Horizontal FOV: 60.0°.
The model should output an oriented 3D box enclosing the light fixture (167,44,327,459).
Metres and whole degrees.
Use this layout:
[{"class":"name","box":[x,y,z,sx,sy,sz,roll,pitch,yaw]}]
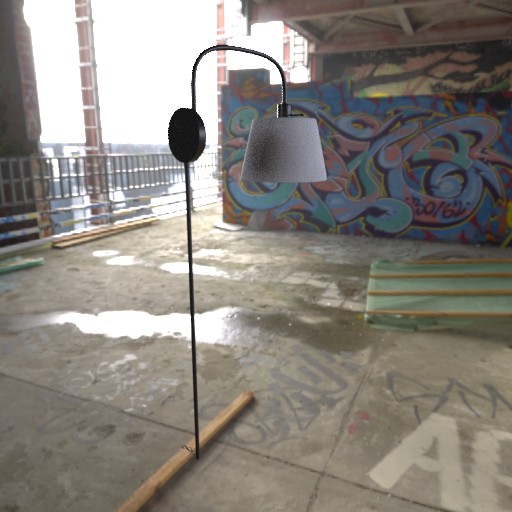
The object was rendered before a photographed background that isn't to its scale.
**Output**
[{"class":"light fixture","box":[0.000,0.000,0.465,0.092,0.399,0.176,14,20,43]}]
